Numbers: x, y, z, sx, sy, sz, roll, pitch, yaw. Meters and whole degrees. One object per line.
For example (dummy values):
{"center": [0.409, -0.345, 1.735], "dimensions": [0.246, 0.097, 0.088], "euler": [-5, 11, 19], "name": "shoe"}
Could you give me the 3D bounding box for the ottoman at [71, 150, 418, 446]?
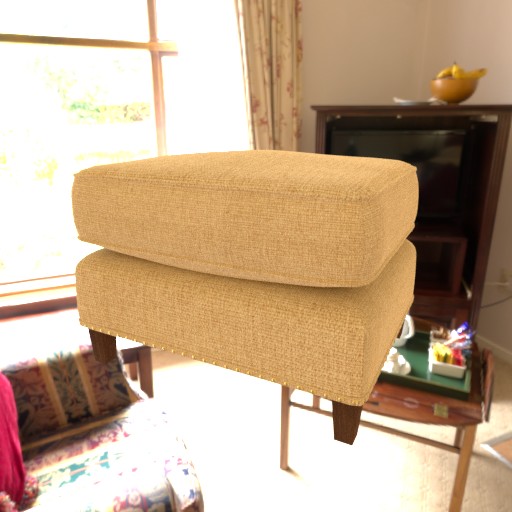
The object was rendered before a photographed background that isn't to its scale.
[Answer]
{"center": [0.000, 0.000, 1.153], "dimensions": [0.738, 0.537, 0.589], "euler": [9, 20, 26], "name": "ottoman"}
